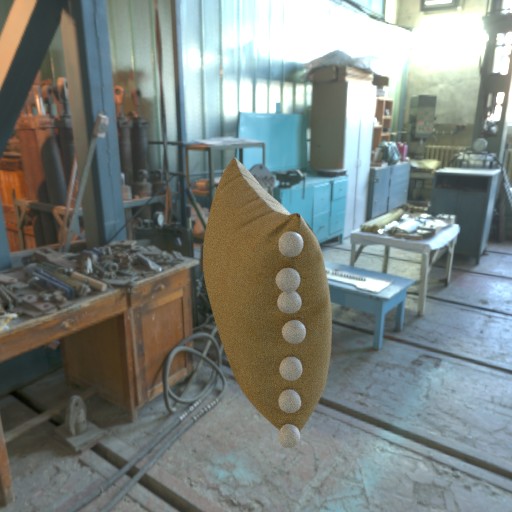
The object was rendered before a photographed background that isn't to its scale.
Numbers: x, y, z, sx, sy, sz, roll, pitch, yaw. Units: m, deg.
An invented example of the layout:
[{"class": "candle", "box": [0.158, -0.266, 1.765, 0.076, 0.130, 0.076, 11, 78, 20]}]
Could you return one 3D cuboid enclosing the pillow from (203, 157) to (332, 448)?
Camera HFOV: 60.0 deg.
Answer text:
[{"class": "pillow", "box": [0.000, 0.000, 0.849, 0.201, 0.322, 0.709, -3, 17, -9]}]
